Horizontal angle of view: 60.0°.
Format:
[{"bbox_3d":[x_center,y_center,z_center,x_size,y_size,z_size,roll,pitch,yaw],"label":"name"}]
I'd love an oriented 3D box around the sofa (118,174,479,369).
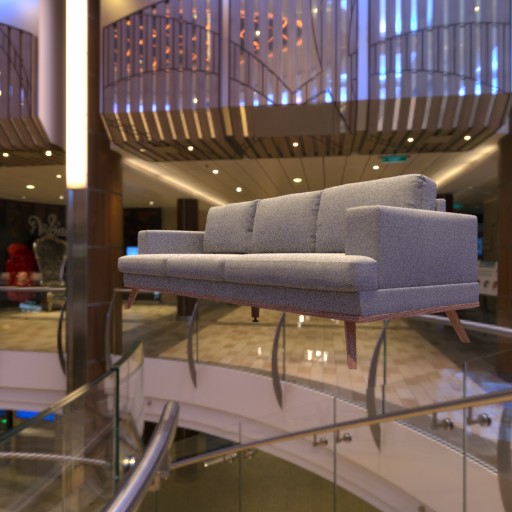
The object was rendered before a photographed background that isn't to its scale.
[{"bbox_3d":[0.000,0.000,2.729,0.920,0.810,2.310,0,0,-37],"label":"sofa"}]
